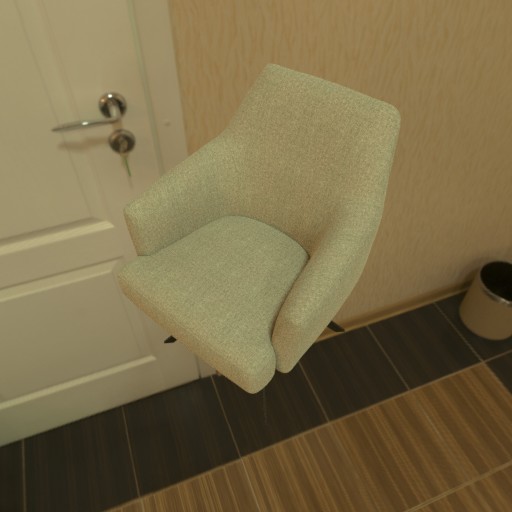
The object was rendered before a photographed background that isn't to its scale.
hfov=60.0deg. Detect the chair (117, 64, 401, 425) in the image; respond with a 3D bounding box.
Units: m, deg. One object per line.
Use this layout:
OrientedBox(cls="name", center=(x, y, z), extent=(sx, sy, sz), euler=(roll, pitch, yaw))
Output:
OrientedBox(cls="chair", center=(0.000, 0.000, 1.355), extent=(0.642, 0.874, 0.677), euler=(31, 54, 26))
